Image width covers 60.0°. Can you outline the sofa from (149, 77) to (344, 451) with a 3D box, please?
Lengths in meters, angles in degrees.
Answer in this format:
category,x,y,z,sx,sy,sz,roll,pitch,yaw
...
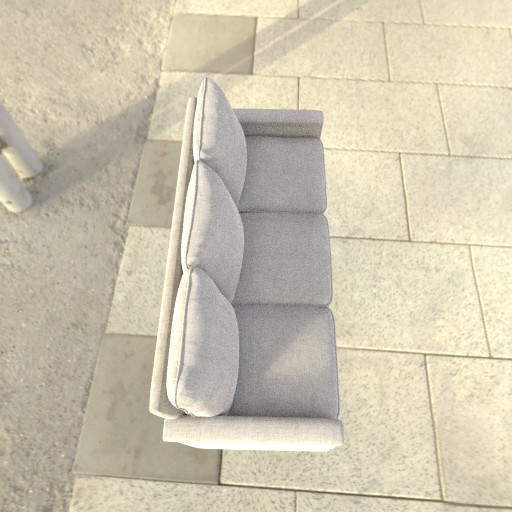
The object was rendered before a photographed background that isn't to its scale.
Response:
category,x,y,z,sx,sy,sz,roll,pitch,yaw
sofa,0.000,0.000,2.434,0.828,0.959,1.925,1,62,1
